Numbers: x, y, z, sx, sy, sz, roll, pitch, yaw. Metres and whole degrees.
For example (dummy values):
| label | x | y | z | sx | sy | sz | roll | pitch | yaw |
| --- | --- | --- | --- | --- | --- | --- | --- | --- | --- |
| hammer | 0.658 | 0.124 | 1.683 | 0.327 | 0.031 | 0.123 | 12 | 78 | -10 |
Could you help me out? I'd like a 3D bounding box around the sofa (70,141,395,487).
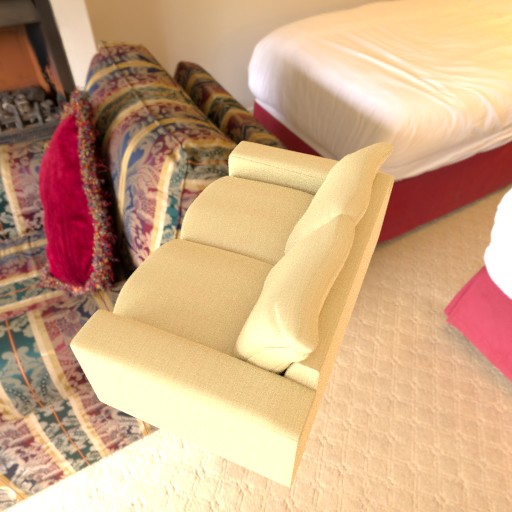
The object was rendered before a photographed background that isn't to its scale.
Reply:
| label | x | y | z | sx | sy | sz | roll | pitch | yaw |
| --- | --- | --- | --- | --- | --- | --- | --- | --- | --- |
| sofa | 0.000 | 0.000 | 2.350 | 1.091 | 0.875 | 1.754 | 17 | 48 | 16 |
